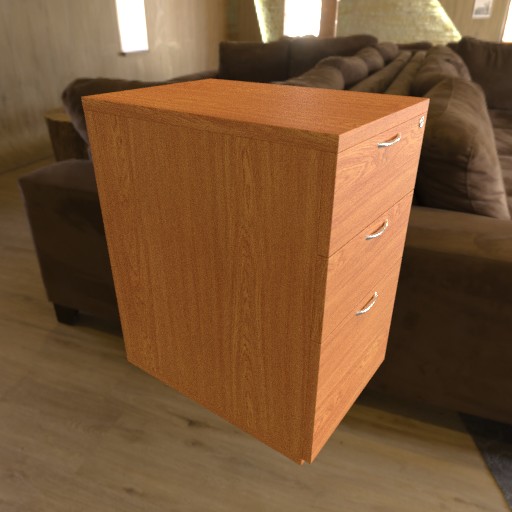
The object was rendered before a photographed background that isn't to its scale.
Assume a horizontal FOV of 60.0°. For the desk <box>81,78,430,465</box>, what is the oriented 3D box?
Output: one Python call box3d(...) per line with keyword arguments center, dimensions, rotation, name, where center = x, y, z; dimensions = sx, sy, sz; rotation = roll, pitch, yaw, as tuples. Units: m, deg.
box3d(center=(0.000, 0.000, 1.074), dimensions=(0.600, 0.730, 0.404), rotation=(19, 33, 31), name="desk")
